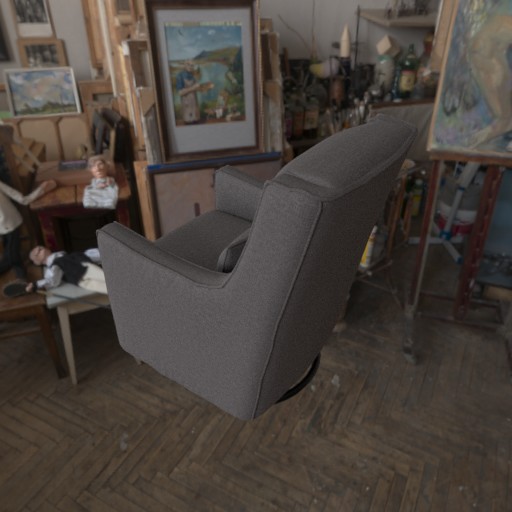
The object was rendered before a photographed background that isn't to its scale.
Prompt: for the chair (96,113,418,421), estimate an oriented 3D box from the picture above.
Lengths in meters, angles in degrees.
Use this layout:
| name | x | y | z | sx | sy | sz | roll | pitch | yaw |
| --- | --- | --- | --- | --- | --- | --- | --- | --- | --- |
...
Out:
| name | x | y | z | sx | sy | sz | roll | pitch | yaw |
| --- | --- | --- | --- | --- | --- | --- | --- | --- | --- |
| chair | 0.000 | 0.000 | 1.612 | 0.879 | 0.993 | 0.732 | 21 | 38 | 28 |
